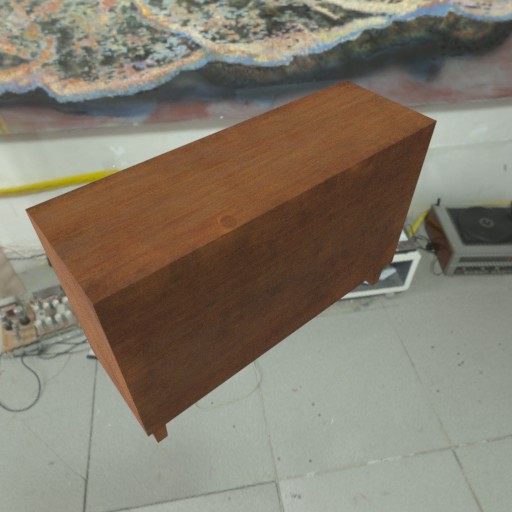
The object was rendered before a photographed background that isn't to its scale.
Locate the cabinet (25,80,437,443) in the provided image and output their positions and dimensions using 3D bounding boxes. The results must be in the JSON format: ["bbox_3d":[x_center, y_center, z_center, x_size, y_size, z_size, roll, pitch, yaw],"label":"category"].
[{"bbox_3d":[0.000,0.000,1.581,1.204,0.805,0.403,-30,53,-26],"label":"cabinet"}]
